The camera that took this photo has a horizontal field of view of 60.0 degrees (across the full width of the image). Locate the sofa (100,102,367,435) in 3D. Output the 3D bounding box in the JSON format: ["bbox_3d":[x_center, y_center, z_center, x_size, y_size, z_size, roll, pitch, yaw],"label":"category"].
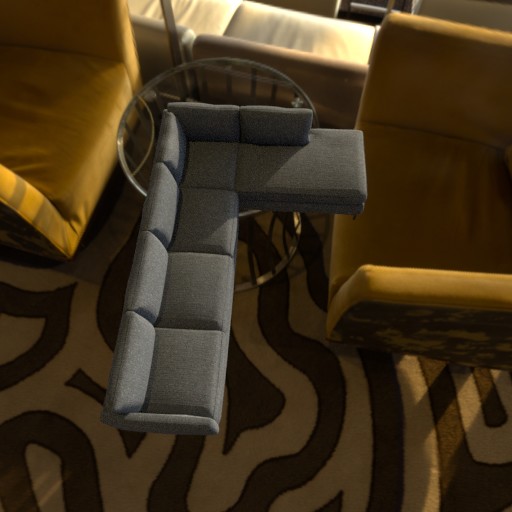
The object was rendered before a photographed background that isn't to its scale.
[{"bbox_3d":[0.000,0.000,3.849,2.007,0.815,2.949,3,64,2],"label":"sofa"}]
